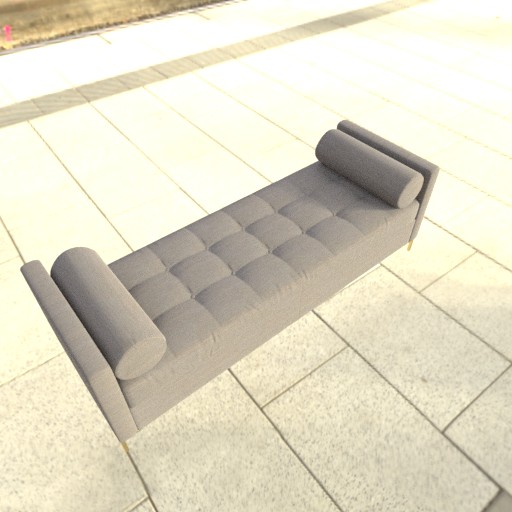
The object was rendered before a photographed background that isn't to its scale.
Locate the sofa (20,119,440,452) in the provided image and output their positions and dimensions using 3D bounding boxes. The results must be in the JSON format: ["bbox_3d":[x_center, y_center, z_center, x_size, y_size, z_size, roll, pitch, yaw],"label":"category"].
[{"bbox_3d":[0.000,0.000,2.295,1.981,0.635,0.686,-30,52,-27],"label":"sofa"}]
